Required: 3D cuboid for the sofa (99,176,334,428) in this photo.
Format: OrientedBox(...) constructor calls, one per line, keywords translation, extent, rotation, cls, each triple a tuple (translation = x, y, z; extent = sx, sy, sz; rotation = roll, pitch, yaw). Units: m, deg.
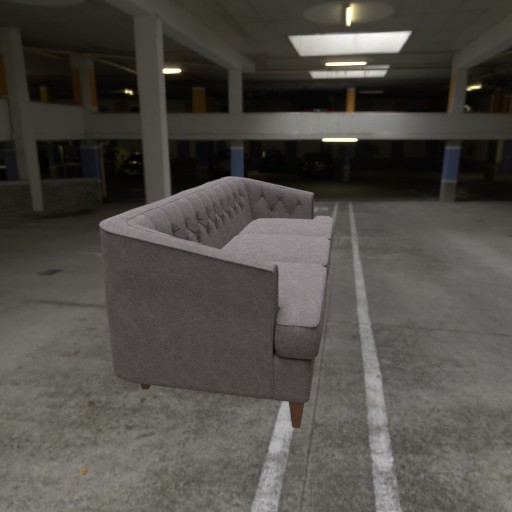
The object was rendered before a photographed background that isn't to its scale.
OrientedBox(translation=(0.000, 0.000, 2.758), extent=(0.917, 0.806, 2.247), rotation=(3, 16, 11), cls="sofa")
